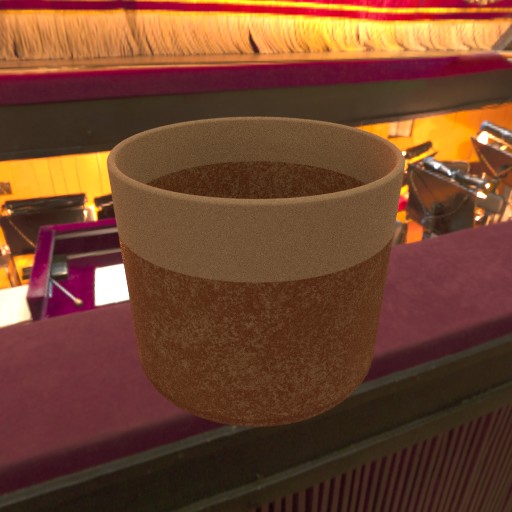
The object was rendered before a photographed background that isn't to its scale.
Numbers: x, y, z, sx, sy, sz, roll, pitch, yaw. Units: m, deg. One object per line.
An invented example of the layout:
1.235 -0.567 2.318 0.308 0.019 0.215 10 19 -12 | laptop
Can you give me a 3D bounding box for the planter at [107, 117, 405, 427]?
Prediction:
0.000 0.000 0.278 0.159 0.138 0.159 0 29 0 | planter
